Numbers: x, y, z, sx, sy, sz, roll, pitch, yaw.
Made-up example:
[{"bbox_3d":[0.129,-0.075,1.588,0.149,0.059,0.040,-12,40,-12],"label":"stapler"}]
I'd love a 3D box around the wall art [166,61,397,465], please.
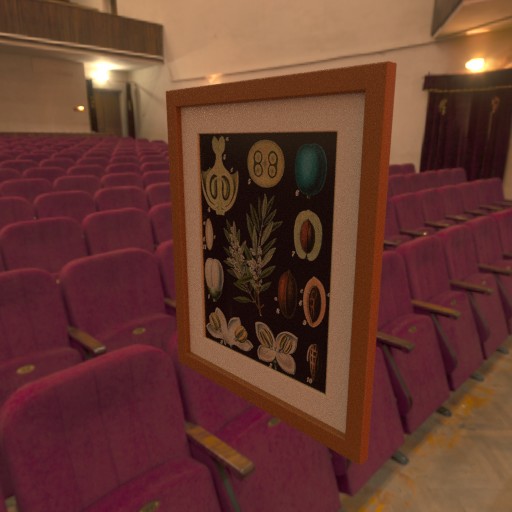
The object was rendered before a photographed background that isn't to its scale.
[{"bbox_3d":[0.000,0.000,0.509,0.310,0.379,0.015,14,20,43],"label":"wall art"}]
